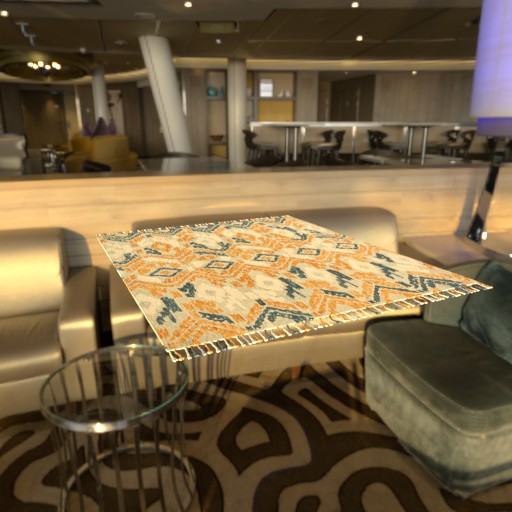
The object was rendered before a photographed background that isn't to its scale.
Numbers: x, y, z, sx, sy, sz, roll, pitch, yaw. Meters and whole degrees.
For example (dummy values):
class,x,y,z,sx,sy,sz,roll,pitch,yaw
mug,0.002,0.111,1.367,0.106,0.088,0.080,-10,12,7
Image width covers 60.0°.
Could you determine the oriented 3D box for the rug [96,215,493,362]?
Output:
class,x,y,z,sx,sy,sz,roll,pitch,yaw
rug,0.000,0.000,4.080,2.439,0.010,3.048,-8,18,-25
